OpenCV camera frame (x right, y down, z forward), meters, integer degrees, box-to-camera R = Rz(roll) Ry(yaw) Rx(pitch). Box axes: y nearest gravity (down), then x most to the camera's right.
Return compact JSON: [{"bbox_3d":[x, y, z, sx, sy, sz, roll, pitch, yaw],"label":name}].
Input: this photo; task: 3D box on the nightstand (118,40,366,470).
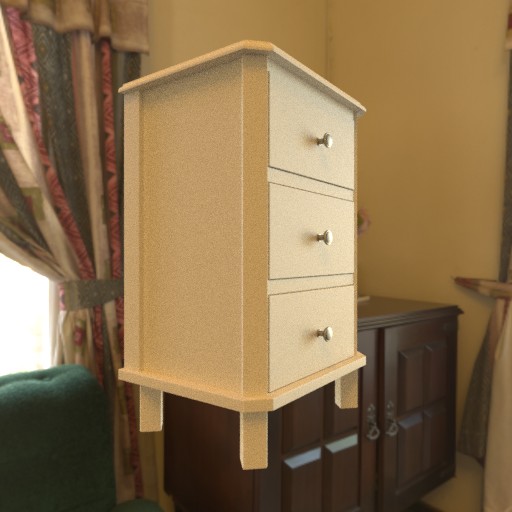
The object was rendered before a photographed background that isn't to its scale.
[{"bbox_3d":[0.000,0.000,0.940,0.351,0.681,0.435,0,0,37],"label":"nightstand"}]
